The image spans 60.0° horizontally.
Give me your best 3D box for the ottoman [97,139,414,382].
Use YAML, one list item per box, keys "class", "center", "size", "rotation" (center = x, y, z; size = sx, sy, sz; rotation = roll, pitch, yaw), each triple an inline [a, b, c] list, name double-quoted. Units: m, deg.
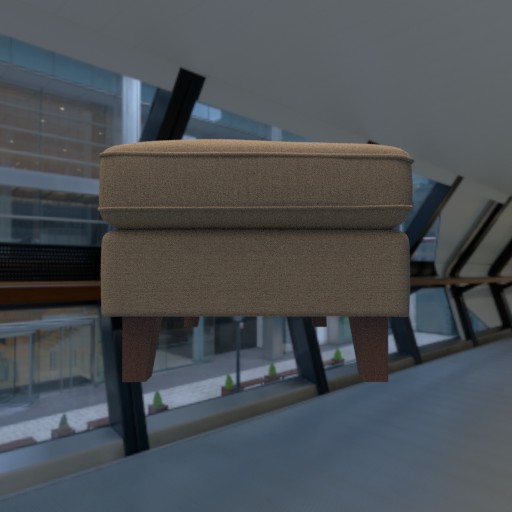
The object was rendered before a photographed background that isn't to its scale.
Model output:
- class: "ottoman"
  center: [0.000, 0.000, 1.303]
  size: [0.636, 0.521, 0.945]
  rotation: [0, -1, 0]
